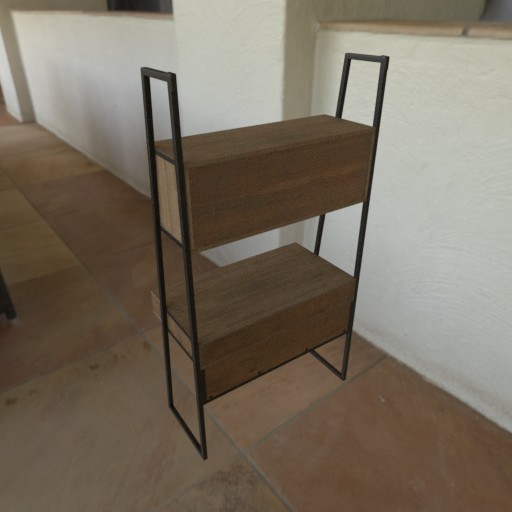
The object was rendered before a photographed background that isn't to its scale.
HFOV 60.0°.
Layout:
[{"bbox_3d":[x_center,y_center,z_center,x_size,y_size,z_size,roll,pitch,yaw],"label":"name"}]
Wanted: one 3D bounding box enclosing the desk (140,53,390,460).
[{"bbox_3d":[0.000,0.000,2.201,0.982,1.809,0.515,-19,34,-30],"label":"desk"}]
